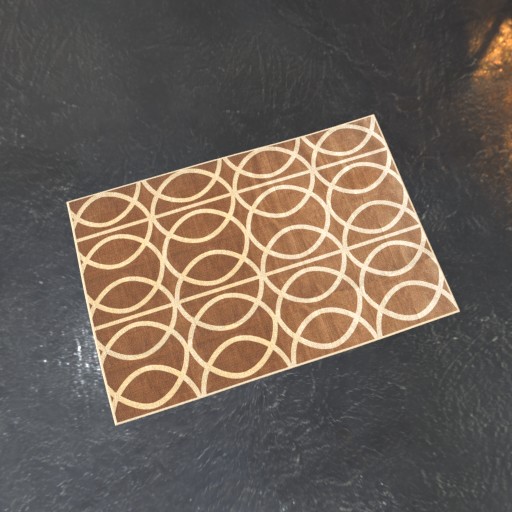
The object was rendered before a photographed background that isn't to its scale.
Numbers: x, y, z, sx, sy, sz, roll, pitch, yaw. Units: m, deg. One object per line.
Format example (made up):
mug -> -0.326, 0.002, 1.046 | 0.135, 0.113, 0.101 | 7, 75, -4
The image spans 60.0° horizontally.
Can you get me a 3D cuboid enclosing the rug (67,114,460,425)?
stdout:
rug -> 0.000, 0.000, 2.965 | 2.294, 0.014, 1.528 | -17, 76, -4
